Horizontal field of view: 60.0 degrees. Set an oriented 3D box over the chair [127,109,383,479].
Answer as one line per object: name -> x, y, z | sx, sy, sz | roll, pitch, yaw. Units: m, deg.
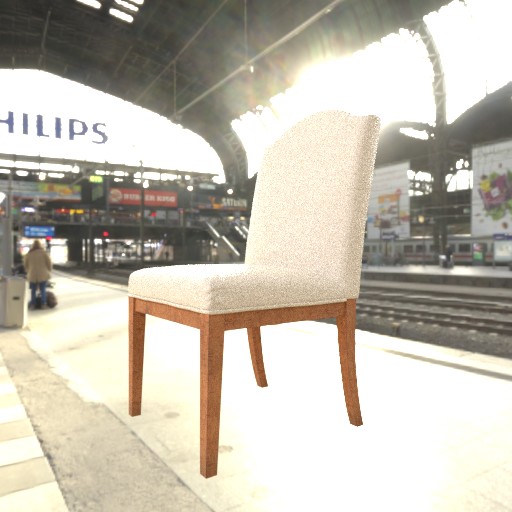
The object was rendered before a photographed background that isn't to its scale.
chair -> 0.000, 0.000, 1.400 | 0.648, 1.012, 0.534 | 0, 1, -36
